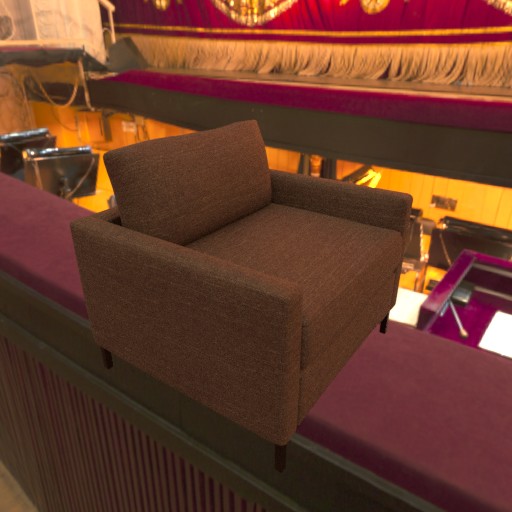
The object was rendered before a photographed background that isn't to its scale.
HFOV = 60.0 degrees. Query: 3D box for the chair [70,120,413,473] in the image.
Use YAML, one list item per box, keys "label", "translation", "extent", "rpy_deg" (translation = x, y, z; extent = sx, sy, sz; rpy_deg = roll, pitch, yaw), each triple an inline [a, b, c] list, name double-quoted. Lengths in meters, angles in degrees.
- label: "chair"
  translation: [0.000, 0.000, 1.615]
  extent: [0.845, 0.841, 0.940]
  rpy_deg: [17, 31, 31]
